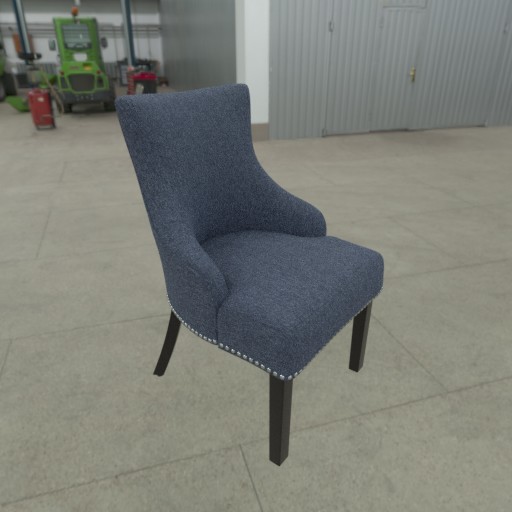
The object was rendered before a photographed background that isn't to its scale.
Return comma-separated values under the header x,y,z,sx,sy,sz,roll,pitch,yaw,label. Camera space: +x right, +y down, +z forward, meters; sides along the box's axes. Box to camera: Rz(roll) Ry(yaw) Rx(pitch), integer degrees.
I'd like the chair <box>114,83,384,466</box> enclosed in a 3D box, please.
x,y,z,sx,sy,sz,roll,pitch,yaw,label
0.000,0.000,1.319,0.629,0.909,0.566,18,31,33,chair
